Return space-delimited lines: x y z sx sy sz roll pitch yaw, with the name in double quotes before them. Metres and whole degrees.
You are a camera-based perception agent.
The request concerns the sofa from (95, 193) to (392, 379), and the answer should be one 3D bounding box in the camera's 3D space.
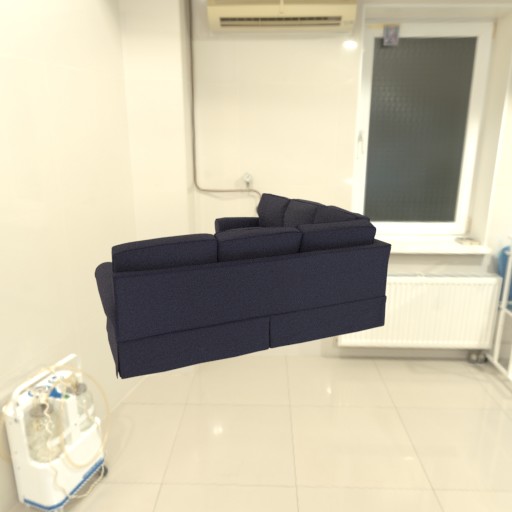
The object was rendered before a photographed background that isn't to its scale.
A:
"sofa" 0.000 0.000 5.157 2.874 1.169 3.773 2 16 8
